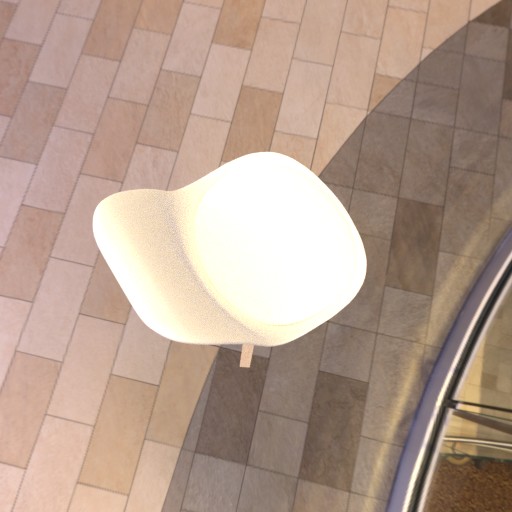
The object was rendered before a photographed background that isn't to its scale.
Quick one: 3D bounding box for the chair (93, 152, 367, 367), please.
[{"bbox_3d":[0.000,0.000,1.177,0.550,0.850,0.485,-32,78,-8],"label":"chair"}]
